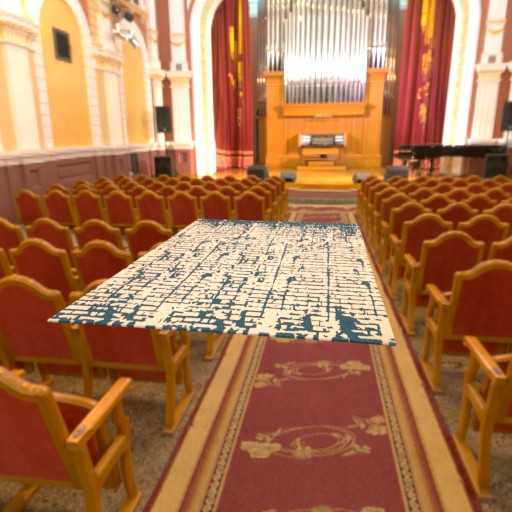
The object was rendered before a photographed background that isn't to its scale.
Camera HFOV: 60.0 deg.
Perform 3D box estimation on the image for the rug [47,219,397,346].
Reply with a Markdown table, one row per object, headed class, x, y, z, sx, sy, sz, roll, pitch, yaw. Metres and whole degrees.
| class | x | y | z | sx | sy | sz | roll | pitch | yaw |
| --- | --- | --- | --- | --- | --- | --- | --- | --- | --- |
| rug | 0.000 | 0.000 | 3.033 | 1.517 | 0.011 | 2.435 | 2 | 16 | 9 |
